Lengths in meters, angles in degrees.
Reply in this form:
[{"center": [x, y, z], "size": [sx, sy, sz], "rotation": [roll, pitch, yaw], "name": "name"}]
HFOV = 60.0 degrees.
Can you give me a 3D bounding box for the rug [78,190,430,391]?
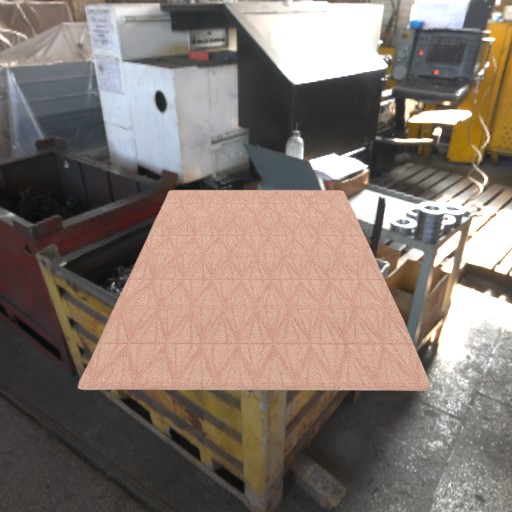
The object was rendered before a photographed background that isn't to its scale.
[{"center": [0.000, 0.000, 3.018], "size": [1.609, 0.015, 2.390], "rotation": [0, 30, 0], "name": "rug"}]
